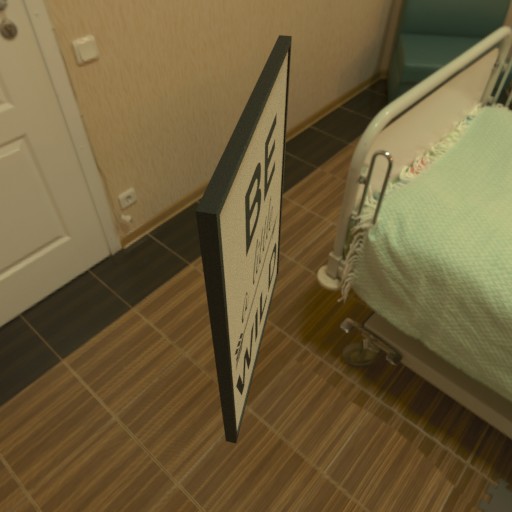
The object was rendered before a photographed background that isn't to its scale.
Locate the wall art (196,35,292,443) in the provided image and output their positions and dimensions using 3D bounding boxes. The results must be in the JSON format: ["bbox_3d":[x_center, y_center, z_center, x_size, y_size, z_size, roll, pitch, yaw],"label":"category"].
[{"bbox_3d":[0.000,0.000,1.427,0.038,1.062,0.806,9,48,8],"label":"wall art"}]
